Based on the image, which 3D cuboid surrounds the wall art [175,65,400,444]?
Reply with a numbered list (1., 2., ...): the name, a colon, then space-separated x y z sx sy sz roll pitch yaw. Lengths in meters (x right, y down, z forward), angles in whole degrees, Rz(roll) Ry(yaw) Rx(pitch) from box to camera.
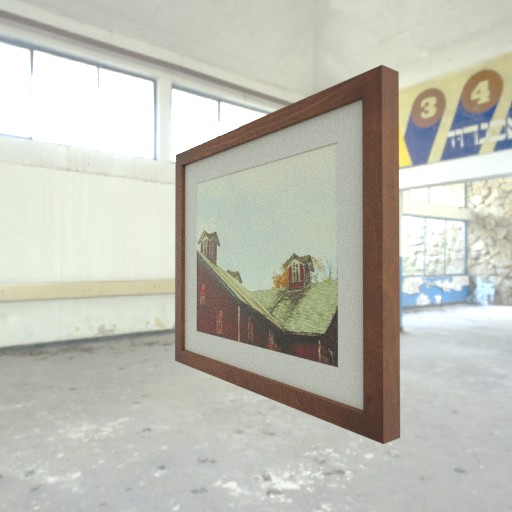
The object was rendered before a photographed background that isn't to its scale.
1. wall art: 0.000 0.000 0.768 0.033 0.457 0.558 1 -1 -36
